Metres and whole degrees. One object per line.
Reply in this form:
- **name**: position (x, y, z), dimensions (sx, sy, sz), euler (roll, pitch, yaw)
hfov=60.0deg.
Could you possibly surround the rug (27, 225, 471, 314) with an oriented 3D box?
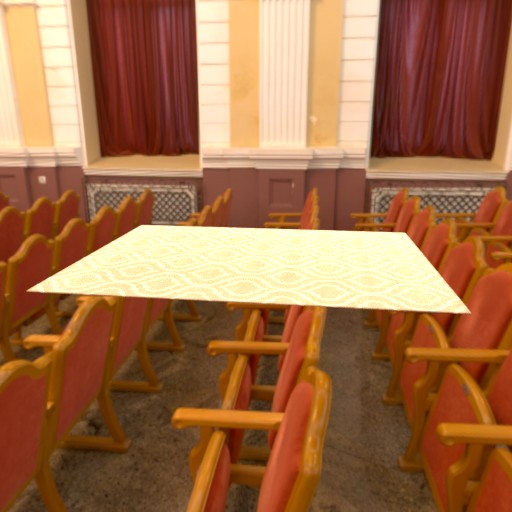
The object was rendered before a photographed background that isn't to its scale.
- **rug**: position (0.000, 0.000, 4.452), dimensions (3.353, 0.010, 2.438), euler (2, 17, 7)
